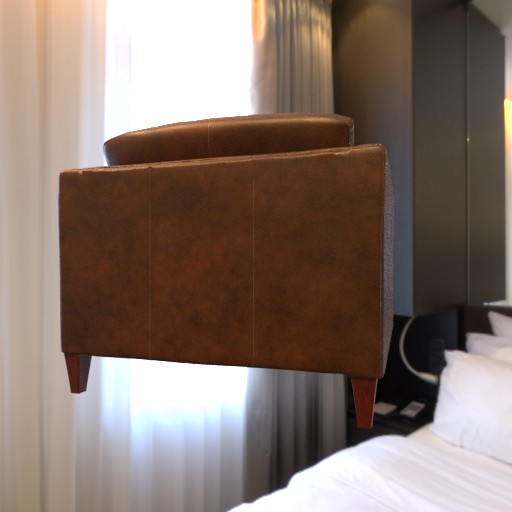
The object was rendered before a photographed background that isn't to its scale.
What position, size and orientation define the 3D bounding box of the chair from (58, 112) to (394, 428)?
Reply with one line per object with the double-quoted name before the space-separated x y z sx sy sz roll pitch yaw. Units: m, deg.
"chair" 0.000 0.000 1.684 0.990 0.864 0.975 0 0 19
